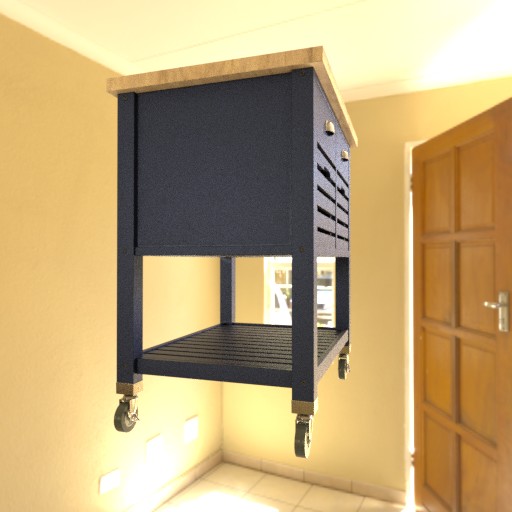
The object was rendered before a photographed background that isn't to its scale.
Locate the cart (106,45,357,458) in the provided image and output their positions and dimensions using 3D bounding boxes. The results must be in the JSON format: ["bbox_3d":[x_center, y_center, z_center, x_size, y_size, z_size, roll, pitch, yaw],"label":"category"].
[{"bbox_3d":[0.000,0.000,1.430,0.567,0.920,0.797,0,-1,18],"label":"cart"}]
